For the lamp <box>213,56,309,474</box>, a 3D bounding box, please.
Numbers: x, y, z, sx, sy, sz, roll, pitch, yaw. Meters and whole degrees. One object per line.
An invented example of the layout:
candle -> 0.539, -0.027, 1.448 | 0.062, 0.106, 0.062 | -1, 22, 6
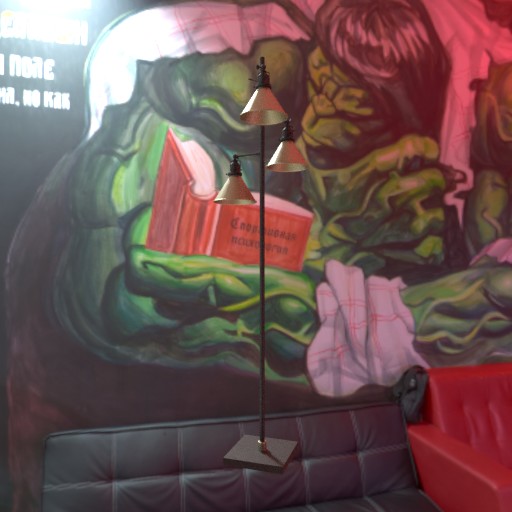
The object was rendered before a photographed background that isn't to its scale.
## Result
lamp -> 0.000, 0.000, 1.901 | 0.415, 1.716, 0.428 | 0, -1, 18
